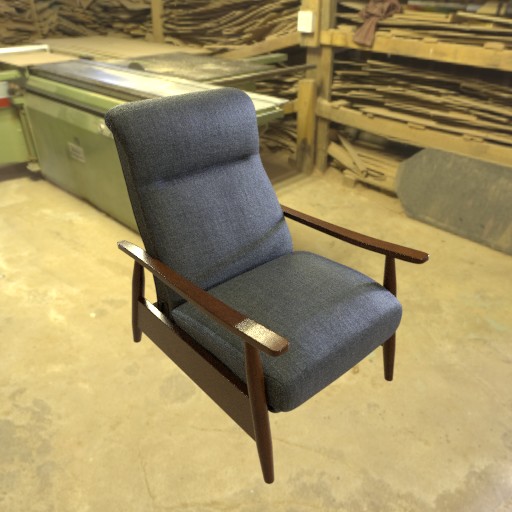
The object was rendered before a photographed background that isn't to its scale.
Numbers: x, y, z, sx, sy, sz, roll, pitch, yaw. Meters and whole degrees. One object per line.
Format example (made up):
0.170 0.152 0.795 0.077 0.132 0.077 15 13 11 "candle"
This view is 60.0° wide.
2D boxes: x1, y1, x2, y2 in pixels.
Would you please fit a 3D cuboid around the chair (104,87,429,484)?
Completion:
0.000 0.000 1.743 0.762 1.082 1.030 -24 39 -34 "chair"
